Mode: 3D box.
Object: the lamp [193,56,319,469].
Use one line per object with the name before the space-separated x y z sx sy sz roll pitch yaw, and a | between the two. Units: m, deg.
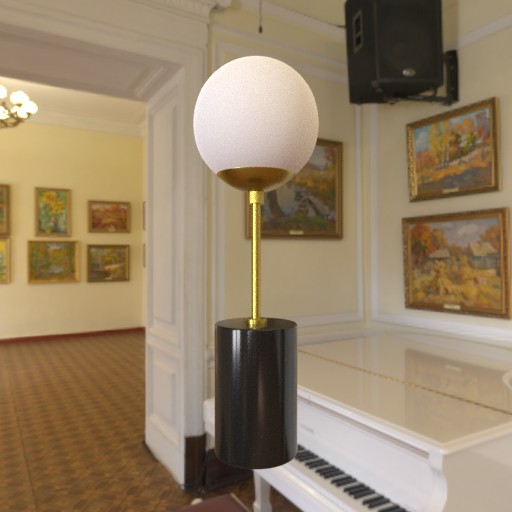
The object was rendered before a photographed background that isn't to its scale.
lamp | 0.000 0.000 0.548 0.153 0.480 0.153 0 0 0
